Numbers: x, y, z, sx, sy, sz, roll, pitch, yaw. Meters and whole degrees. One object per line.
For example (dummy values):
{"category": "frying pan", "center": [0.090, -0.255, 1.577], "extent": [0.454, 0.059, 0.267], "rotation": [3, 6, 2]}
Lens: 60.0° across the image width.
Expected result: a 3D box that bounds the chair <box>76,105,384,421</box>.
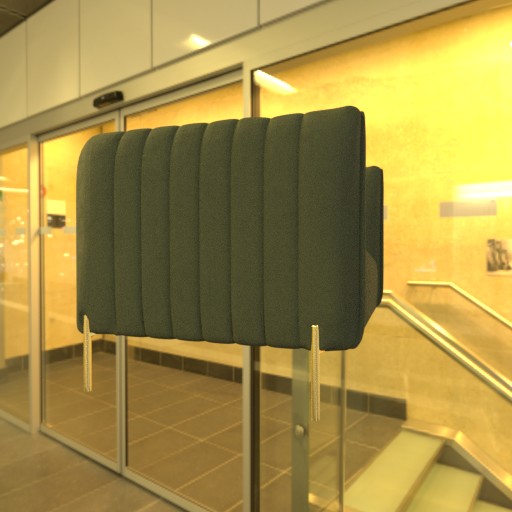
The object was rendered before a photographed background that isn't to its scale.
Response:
{"category": "chair", "center": [0.000, 0.000, 1.660], "extent": [0.877, 0.794, 1.032], "rotation": [0, 1, 19]}
